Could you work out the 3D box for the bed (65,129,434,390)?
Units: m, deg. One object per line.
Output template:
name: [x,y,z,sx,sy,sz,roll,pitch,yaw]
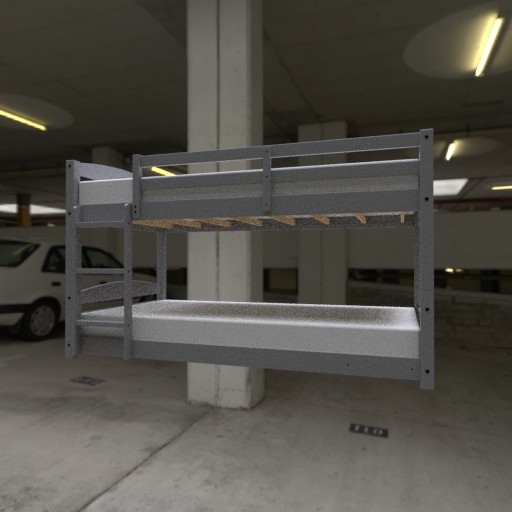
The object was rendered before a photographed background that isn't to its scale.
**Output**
bed: [0.000,0.000,2.782,2.013,1.206,1.105,0,-1,18]
